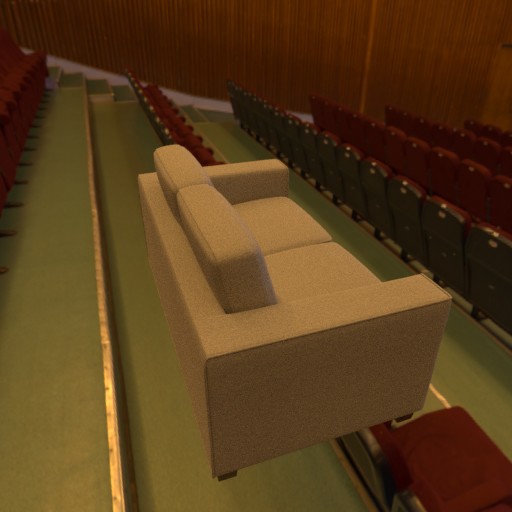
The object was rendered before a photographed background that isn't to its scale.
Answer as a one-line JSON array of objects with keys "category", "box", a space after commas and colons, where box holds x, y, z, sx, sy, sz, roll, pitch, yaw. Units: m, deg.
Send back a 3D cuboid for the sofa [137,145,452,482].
[{"category": "sofa", "box": [0.000, 0.000, 2.393, 1.007, 0.924, 1.812, -10, 32, -17]}]
